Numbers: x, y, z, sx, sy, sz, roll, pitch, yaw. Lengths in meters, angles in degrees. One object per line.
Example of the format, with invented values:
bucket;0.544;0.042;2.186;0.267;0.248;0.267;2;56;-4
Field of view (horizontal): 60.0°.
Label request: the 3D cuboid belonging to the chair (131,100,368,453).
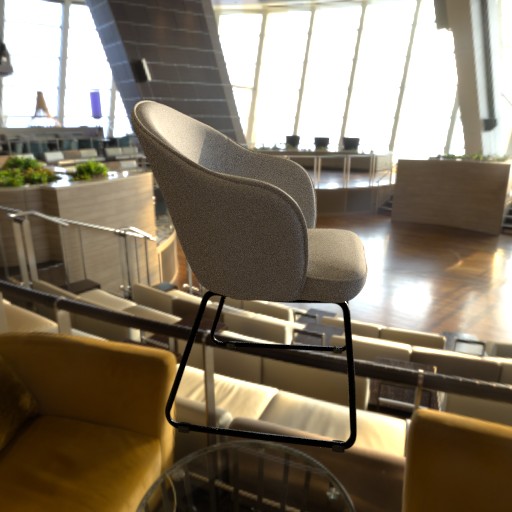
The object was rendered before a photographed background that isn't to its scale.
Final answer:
chair;0.000;0.000;1.228;0.592;0.817;0.570;3;17;8
